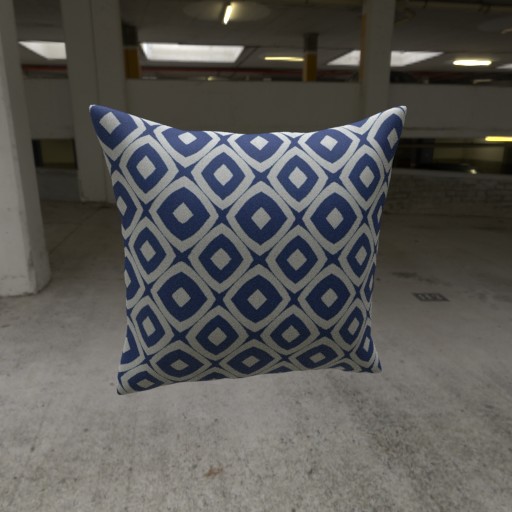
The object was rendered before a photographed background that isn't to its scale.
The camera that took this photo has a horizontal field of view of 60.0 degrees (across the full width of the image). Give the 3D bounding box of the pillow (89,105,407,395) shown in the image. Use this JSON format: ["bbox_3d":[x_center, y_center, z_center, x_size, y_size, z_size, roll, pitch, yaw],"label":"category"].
[{"bbox_3d":[0.000,0.000,0.764,0.504,0.494,0.188,-2,16,-8],"label":"pillow"}]
